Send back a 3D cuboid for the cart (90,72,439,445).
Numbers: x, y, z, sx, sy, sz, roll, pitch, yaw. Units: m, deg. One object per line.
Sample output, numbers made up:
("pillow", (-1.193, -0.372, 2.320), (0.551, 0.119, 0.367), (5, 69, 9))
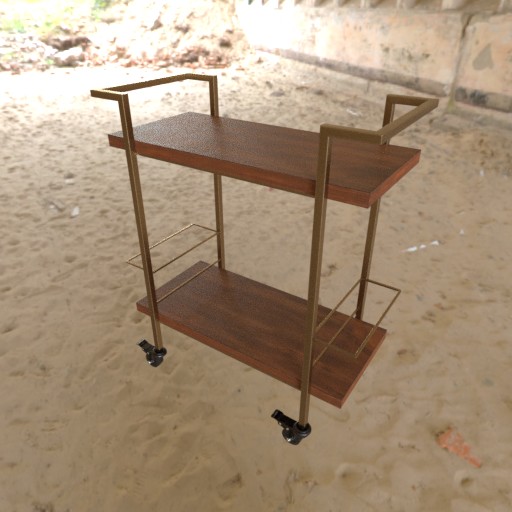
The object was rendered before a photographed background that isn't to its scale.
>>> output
("cart", (0.000, 0.000, 1.158), (0.695, 0.807, 0.364), (19, 35, 29))
